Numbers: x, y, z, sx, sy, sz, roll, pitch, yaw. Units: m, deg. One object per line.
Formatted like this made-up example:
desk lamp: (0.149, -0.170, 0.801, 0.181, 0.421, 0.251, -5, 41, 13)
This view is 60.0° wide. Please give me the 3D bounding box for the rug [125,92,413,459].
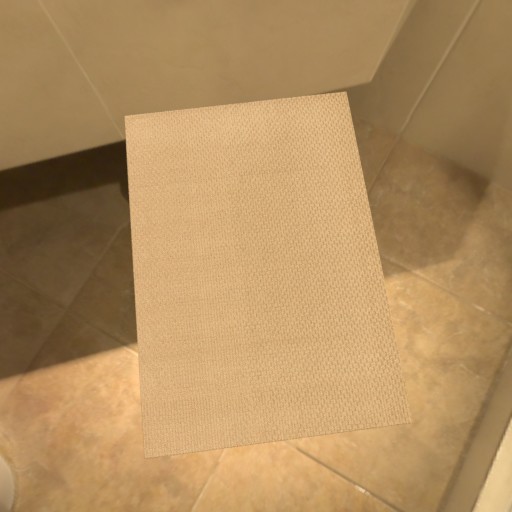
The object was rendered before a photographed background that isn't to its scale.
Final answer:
rug: (0.000, 0.000, 2.733, 1.509, 0.013, 2.144, -7, 76, -2)
